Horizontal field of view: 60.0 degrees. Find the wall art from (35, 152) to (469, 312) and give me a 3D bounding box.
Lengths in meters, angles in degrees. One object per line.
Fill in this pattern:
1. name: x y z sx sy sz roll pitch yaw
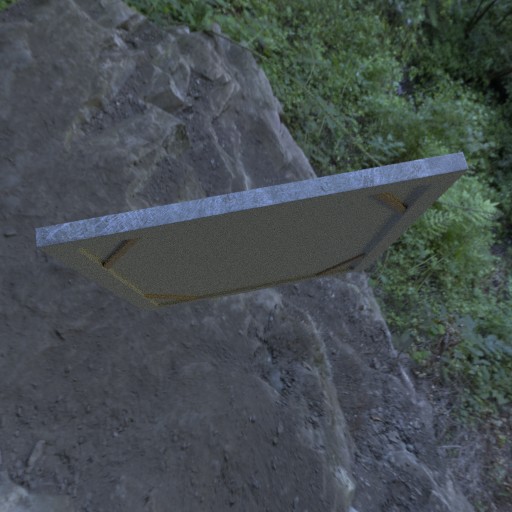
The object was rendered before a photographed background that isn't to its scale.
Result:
1. wall art: 0.000 0.000 1.632 1.092 1.091 0.051 -11 75 -3
